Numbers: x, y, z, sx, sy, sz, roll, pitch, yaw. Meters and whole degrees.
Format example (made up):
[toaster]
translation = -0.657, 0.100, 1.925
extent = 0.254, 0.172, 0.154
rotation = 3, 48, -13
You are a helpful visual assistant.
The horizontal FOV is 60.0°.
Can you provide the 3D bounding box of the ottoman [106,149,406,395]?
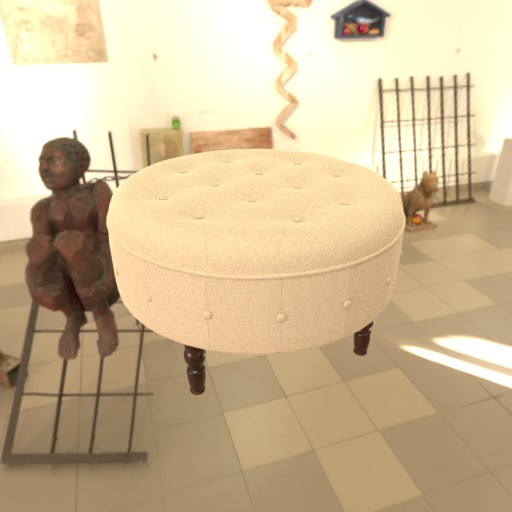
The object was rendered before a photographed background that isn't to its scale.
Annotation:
[ottoman]
translation = 0.000, 0.000, 1.388
extent = 0.848, 0.494, 0.848
rotation = 0, 28, 0
